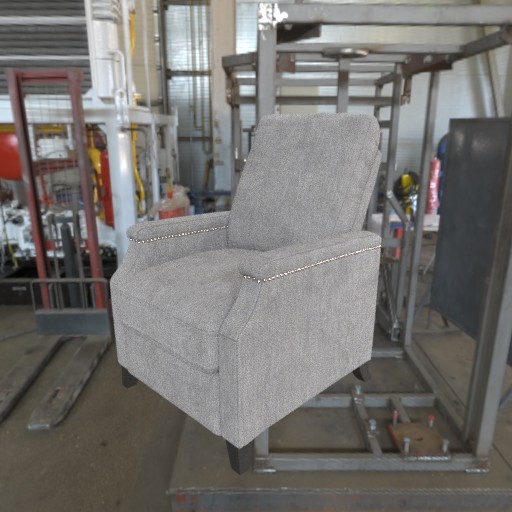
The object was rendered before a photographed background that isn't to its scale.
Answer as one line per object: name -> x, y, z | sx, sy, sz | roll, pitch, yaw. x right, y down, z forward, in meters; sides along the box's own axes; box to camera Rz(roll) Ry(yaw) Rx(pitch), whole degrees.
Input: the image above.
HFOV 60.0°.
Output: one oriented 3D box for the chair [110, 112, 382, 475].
chair -> 0.000, 0.000, 1.684 | 0.710, 1.049, 0.922 | 15, 22, 42
